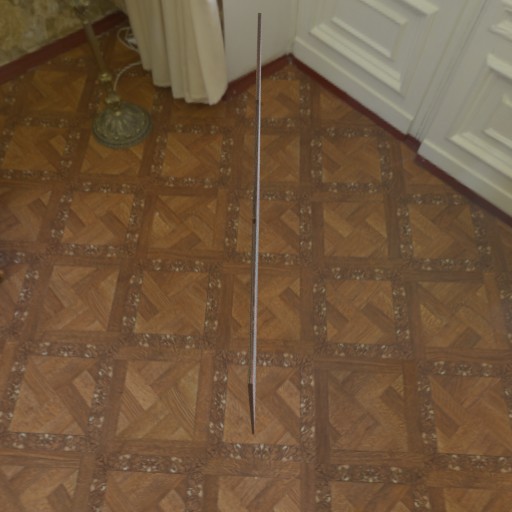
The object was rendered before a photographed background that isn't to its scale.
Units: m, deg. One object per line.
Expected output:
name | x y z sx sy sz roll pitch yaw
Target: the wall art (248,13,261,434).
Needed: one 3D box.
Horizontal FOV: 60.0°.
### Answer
wall art | 0.000 0.000 2.207 0.014 1.525 1.527 1 63 1
